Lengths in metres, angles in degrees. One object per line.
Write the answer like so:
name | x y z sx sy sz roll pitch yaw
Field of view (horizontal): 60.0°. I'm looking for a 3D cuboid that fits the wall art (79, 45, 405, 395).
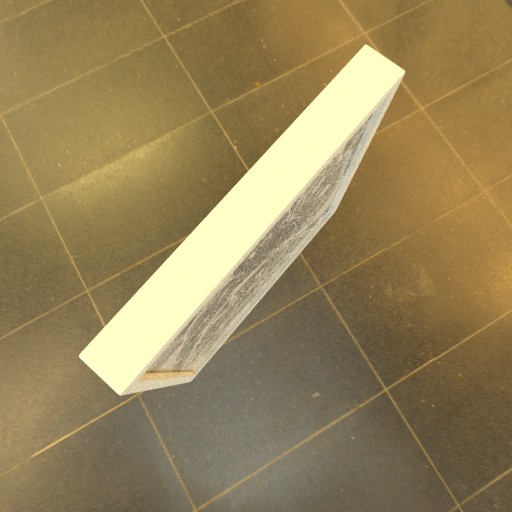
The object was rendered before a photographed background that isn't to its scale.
wall art | 0.000 0.000 0.453 0.038 0.305 0.305 39 79 9
